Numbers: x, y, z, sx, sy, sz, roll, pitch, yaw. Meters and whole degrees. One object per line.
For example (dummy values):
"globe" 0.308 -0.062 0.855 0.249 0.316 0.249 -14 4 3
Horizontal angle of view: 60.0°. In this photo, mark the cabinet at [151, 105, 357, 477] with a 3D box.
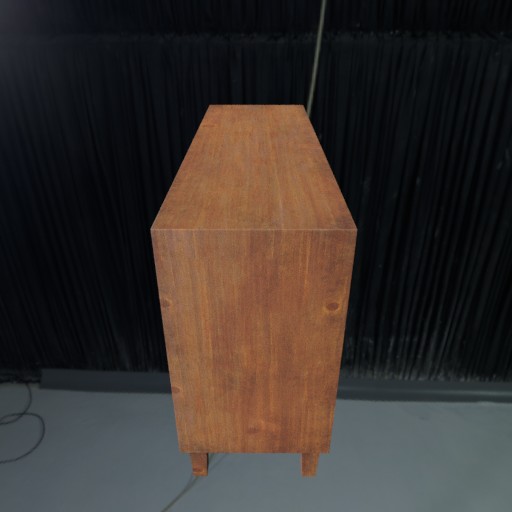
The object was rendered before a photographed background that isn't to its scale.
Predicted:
"cabinet" 0.000 0.000 1.579 0.403 0.805 1.204 0 30 0
